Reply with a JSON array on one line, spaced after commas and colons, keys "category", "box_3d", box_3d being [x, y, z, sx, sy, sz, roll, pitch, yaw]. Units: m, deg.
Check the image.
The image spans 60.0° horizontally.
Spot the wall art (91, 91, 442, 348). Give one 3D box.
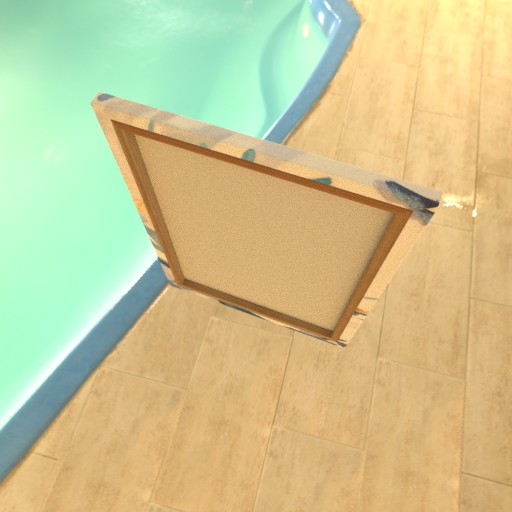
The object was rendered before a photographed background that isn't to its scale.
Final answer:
[{"category": "wall art", "box_3d": [0.000, 0.000, 1.363, 0.761, 1.015, 0.038, 19, 65, 9]}]
